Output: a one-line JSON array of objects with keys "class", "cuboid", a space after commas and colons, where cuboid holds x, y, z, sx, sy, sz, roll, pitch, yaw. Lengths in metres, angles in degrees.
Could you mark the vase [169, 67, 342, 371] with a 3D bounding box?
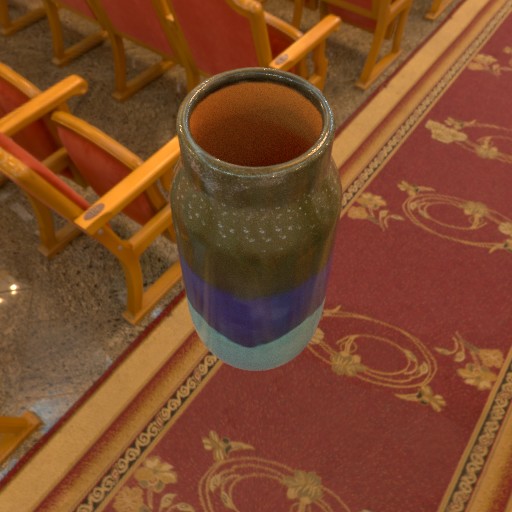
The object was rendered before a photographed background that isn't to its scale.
[{"class": "vase", "cuboid": [0.000, 0.000, 0.389, 0.139, 0.313, 0.139, 0, 58, 0]}]
